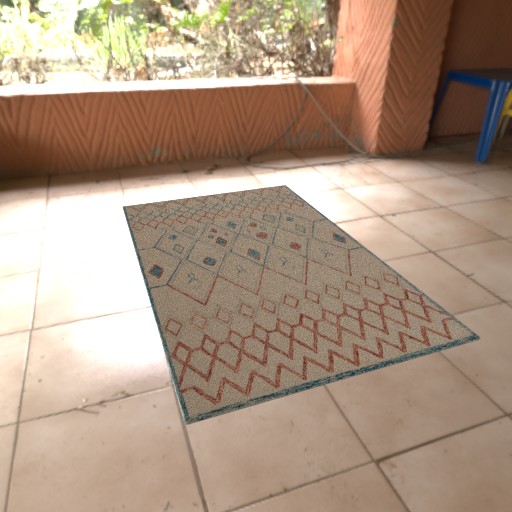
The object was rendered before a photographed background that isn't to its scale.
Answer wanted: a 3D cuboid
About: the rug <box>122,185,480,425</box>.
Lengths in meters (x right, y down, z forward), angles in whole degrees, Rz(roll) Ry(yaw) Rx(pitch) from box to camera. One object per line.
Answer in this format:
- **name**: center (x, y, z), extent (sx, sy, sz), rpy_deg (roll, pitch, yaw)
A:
- **rug**: center (0.000, 0.000, 3.015), extent (1.524, 0.015, 2.438), rpy_deg (-10, 30, -18)
